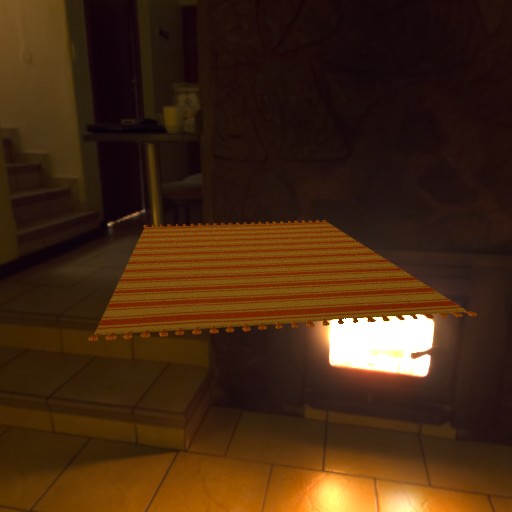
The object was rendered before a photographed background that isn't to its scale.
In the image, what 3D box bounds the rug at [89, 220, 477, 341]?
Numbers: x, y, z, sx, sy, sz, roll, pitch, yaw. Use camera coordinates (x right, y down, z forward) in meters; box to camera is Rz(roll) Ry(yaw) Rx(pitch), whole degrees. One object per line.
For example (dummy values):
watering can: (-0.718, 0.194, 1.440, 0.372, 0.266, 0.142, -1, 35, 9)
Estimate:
rug: (0.000, 0.000, 4.333, 2.451, 0.035, 3.369, -2, 15, -8)
